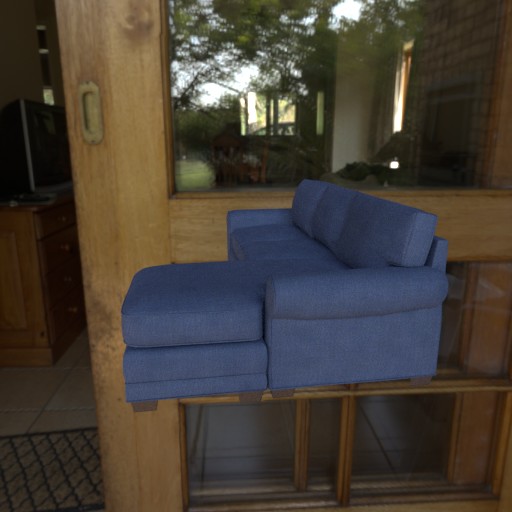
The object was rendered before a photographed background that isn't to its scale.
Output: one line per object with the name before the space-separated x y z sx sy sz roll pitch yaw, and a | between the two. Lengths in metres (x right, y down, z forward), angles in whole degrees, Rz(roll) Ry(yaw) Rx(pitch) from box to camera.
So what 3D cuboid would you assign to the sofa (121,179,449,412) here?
sofa | 0.000 0.000 3.485 1.780 1.063 2.567 -2 14 -9
